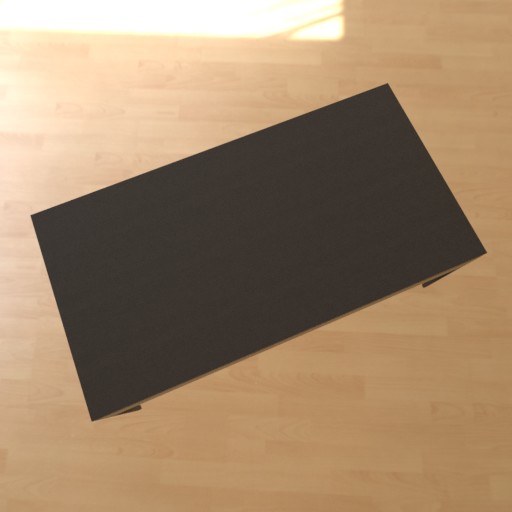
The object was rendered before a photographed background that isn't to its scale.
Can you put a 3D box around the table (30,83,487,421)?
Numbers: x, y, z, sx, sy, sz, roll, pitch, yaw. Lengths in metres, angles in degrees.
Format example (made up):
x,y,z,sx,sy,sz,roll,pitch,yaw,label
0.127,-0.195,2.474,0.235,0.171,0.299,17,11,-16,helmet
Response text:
x,y,z,sx,sy,sz,roll,pitch,yaw,label
0.000,0.000,1.402,1.095,0.435,0.574,-22,75,-6,table
